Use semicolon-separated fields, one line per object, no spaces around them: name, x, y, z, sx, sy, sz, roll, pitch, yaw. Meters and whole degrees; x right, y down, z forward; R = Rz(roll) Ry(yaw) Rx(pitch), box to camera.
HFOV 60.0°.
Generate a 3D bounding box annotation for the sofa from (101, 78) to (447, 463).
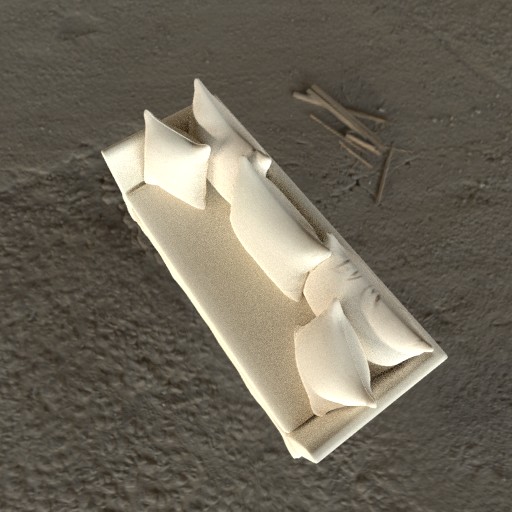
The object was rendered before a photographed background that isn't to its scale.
sofa;0.000;0.000;3.050;1.030;1.042;2.484;-32;68;-14
